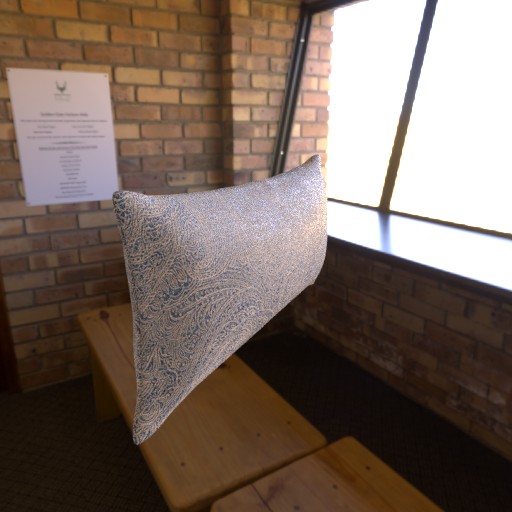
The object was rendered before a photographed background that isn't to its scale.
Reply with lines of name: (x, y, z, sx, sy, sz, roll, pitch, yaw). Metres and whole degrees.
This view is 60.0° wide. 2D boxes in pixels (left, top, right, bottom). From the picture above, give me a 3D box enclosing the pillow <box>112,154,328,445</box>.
pillow: (0.000, 0.000, 0.732, 0.151, 0.295, 0.615, 8, 18, 25)
